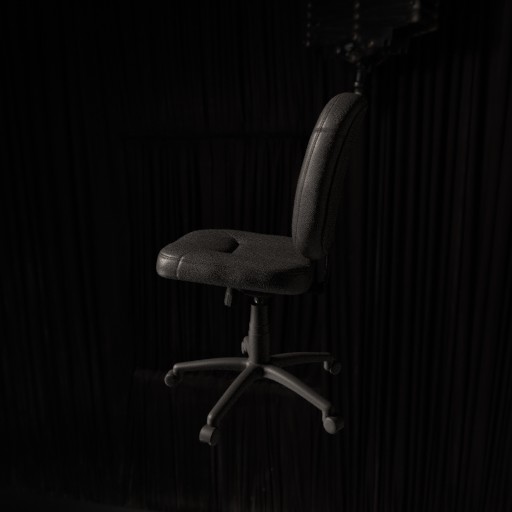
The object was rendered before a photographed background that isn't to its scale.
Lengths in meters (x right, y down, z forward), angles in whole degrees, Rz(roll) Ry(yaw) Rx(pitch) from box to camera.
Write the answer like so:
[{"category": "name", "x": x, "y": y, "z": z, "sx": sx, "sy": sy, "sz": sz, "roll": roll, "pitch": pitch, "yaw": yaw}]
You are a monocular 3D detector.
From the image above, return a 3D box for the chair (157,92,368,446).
[{"category": "chair", "x": 0.000, "y": 0.000, "z": 1.420, "sx": 0.646, "sy": 0.959, "sz": 0.647, "roll": 2, "pitch": 13, "yaw": 9}]
